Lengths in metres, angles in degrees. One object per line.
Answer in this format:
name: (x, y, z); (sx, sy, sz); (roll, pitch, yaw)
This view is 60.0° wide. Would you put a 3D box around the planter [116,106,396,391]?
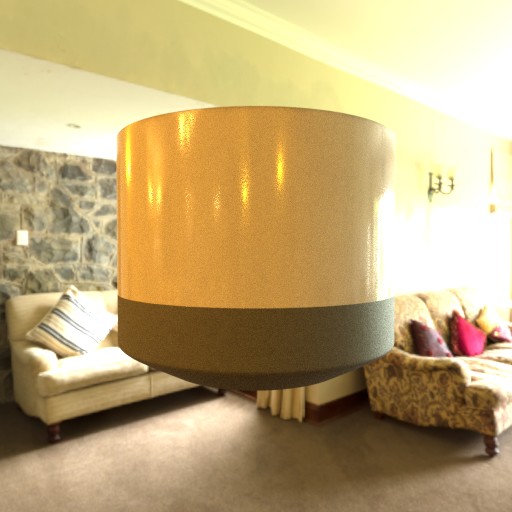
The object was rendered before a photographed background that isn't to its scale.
planter: (0.000, 0.000, 0.215); (0.128, 0.105, 0.128); (0, 1, 0)
